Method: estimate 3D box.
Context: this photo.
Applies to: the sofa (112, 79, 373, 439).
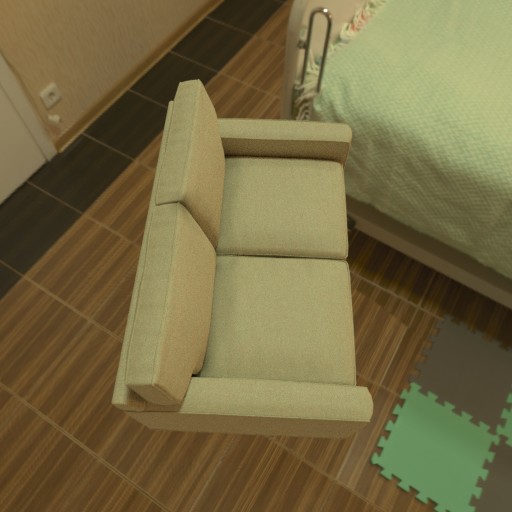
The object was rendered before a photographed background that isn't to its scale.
[{"bbox_3d":[0.000,0.000,2.082,0.942,0.853,1.484,2,62,1],"label":"sofa"}]
